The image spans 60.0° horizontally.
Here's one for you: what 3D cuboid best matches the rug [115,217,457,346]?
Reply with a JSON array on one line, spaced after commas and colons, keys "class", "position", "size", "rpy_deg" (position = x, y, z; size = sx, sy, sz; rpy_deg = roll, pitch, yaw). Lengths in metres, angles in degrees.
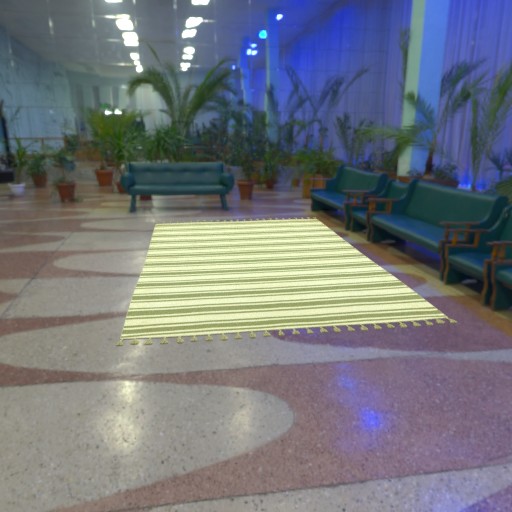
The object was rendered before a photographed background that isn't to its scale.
[{"class": "rug", "position": [0.000, 0.000, 3.091], "size": [1.540, 0.018, 2.435], "rpy_deg": [-2, 17, -8]}]
